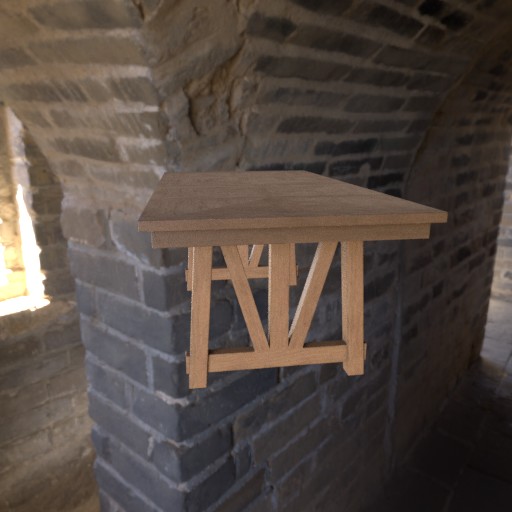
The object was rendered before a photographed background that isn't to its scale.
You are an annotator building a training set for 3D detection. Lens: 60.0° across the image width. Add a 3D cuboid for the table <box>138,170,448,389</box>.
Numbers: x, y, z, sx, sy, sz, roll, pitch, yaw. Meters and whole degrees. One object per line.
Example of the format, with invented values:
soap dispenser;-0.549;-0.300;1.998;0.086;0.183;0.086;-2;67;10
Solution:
table;0.000;0.000;2.413;1.016;0.768;1.881;-2;15;-9
